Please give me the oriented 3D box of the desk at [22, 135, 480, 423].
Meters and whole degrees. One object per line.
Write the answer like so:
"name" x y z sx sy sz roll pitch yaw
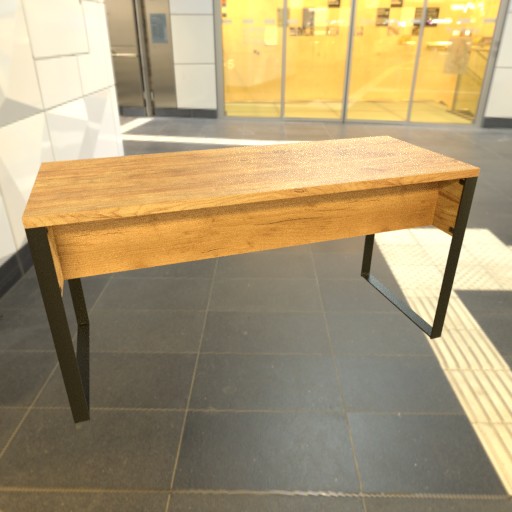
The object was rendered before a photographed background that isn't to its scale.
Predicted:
"desk" 0.000 0.000 1.823 1.520 0.760 0.600 -9 28 -17
